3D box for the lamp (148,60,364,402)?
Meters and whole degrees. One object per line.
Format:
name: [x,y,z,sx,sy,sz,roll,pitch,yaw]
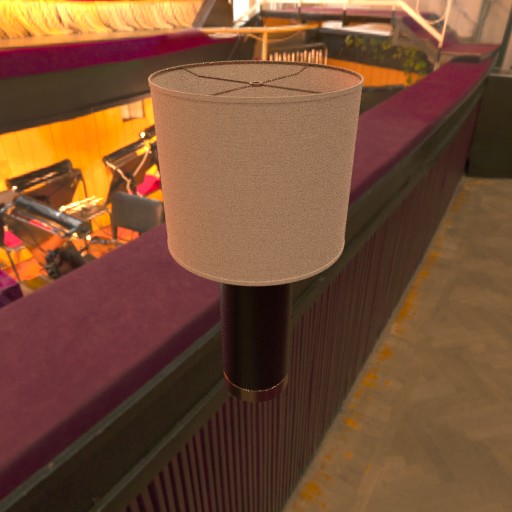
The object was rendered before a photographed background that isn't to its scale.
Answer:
lamp: [0.000,0.000,0.630,0.241,0.482,0.240,21,37,31]
